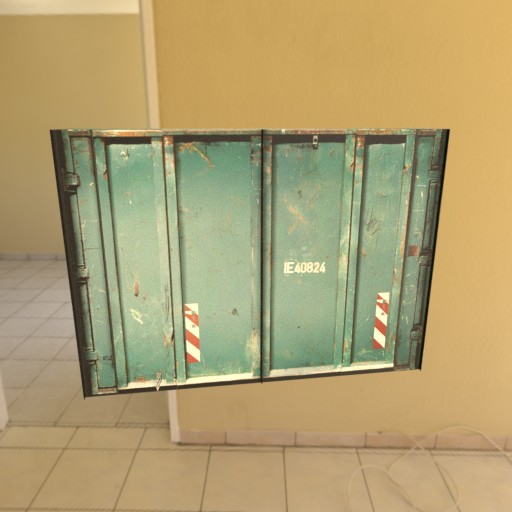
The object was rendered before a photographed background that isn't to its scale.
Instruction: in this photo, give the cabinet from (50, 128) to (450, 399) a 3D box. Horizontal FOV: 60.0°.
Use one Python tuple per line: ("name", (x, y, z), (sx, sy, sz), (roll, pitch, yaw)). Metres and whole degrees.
("cabinet", (0.000, 0.000, 3.916), (3.001, 2.160, 0.680), (-2, 17, -8))
